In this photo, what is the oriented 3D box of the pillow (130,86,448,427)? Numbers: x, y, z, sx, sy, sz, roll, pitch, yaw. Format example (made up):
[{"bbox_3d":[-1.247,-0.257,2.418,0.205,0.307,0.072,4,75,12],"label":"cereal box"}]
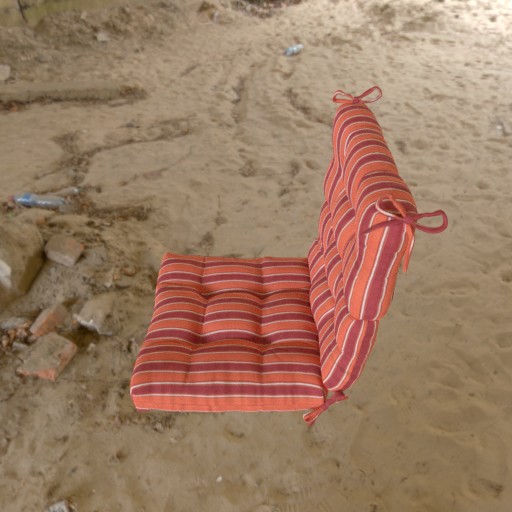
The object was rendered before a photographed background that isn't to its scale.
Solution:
[{"bbox_3d":[0.000,0.000,1.006,0.571,0.605,0.519,0,41,0],"label":"pillow"}]
